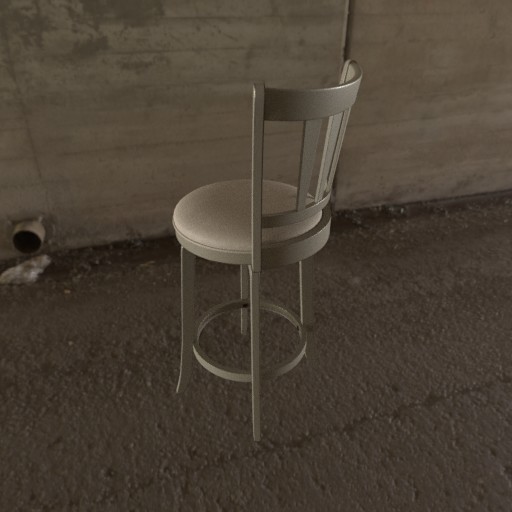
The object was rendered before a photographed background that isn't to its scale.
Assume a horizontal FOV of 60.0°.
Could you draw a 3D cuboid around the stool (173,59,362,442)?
[{"bbox_3d":[0.000,0.000,1.302,0.475,1.042,0.436,20,36,30],"label":"stool"}]
